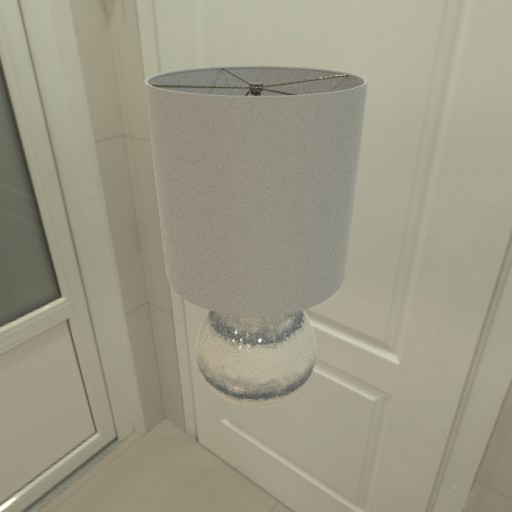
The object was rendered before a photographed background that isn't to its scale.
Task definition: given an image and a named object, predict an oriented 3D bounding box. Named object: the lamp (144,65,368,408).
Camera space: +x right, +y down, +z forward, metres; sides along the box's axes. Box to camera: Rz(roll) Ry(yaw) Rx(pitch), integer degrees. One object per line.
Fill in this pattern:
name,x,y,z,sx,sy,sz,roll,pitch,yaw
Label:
lamp,0.000,0.000,0.537,0.216,0.404,0.216,21,35,33
